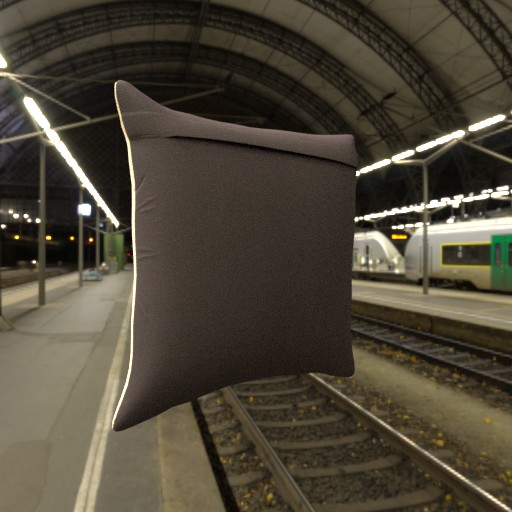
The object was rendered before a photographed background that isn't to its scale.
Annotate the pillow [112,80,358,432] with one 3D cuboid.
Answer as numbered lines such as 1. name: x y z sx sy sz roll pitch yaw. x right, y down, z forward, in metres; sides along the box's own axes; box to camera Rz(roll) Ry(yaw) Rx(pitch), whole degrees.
1. pillow: 0.000 0.000 0.629 0.405 0.406 0.173 0 0 -36
